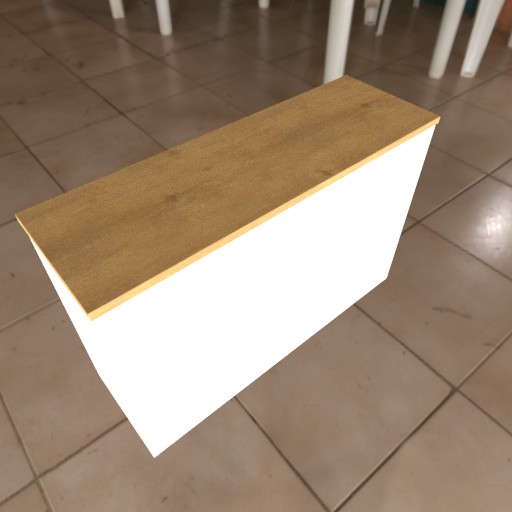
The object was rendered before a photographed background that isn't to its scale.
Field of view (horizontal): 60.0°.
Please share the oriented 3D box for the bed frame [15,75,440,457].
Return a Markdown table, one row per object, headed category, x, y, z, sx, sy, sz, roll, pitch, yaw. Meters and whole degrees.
| category | x | y | z | sx | sy | sz | roll | pitch | yaw |
| --- | --- | --- | --- | --- | --- | --- | --- | --- | --- |
| bed frame | 0.000 | 0.000 | 1.649 | 1.300 | 0.850 | 0.430 | -31 | 54 | -27 |
